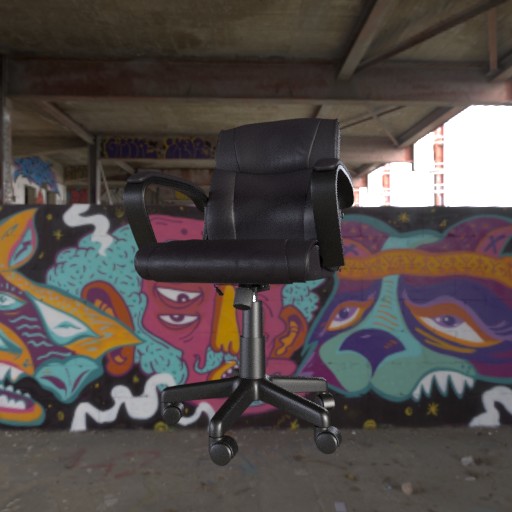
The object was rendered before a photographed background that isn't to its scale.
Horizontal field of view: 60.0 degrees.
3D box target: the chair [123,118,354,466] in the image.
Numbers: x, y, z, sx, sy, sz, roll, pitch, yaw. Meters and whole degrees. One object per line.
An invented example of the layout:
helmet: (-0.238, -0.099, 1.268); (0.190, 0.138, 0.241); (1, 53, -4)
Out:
chair: (0.000, 0.000, 1.356); (0.576, 0.998, 0.641); (0, -1, 18)
